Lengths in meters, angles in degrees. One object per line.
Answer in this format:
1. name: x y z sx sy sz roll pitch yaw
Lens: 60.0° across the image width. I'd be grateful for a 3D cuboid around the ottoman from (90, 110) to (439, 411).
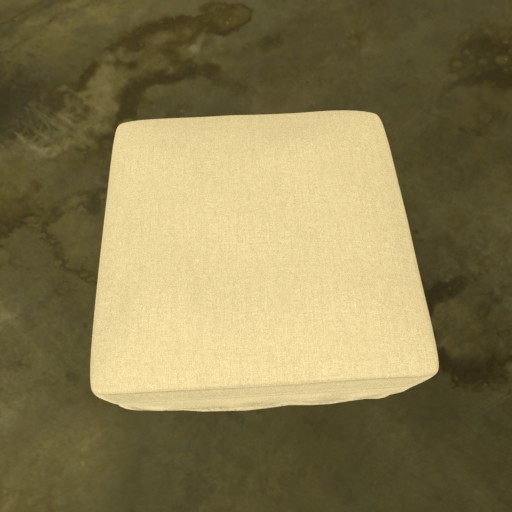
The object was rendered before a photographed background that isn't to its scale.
1. ottoman: 0.000 0.000 1.348 0.843 0.436 0.840 -3 64 -1
